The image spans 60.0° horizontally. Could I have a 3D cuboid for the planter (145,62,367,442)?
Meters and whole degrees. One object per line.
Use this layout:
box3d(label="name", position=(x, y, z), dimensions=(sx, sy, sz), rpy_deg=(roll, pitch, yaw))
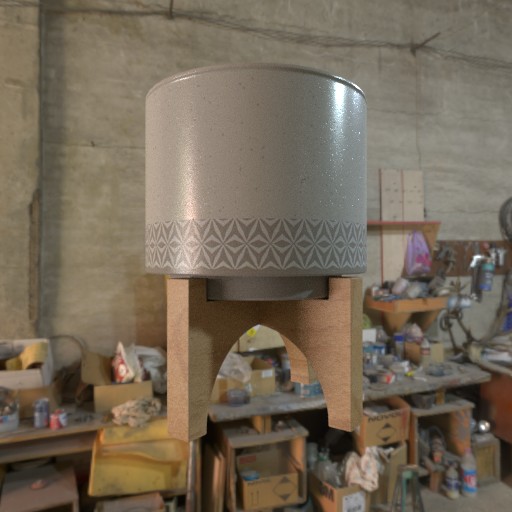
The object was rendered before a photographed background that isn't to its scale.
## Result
box3d(label="planter", position=(0.000, 0.000, 0.267), dimensions=(0.130, 0.178, 0.130), rpy_deg=(0, 0, 0))
